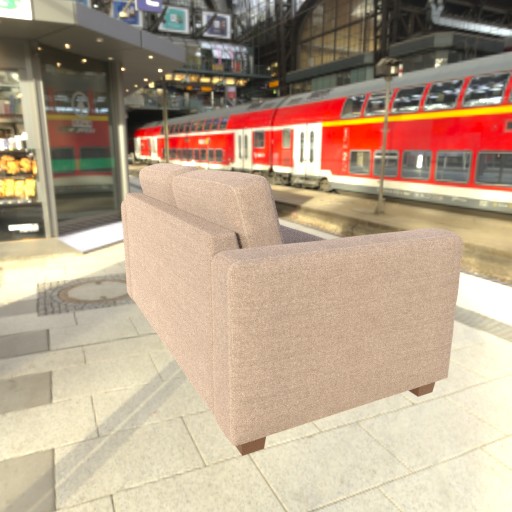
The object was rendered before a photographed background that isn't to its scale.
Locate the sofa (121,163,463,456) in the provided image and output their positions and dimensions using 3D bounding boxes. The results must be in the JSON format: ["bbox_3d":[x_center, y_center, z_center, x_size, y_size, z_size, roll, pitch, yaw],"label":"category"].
[{"bbox_3d":[0.000,0.000,1.989,0.900,0.800,1.520,-7,16,-26],"label":"sofa"}]
